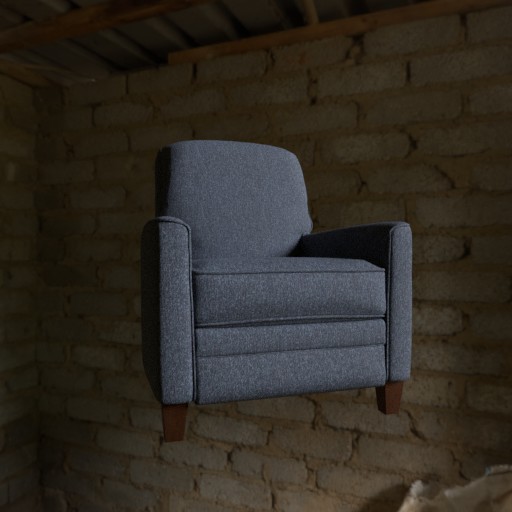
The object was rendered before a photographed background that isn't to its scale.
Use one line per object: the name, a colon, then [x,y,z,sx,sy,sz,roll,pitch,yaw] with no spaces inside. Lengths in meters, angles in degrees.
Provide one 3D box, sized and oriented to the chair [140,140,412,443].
chair: [0.000,0.000,1.664,0.839,1.016,0.850,0,1,-17]
